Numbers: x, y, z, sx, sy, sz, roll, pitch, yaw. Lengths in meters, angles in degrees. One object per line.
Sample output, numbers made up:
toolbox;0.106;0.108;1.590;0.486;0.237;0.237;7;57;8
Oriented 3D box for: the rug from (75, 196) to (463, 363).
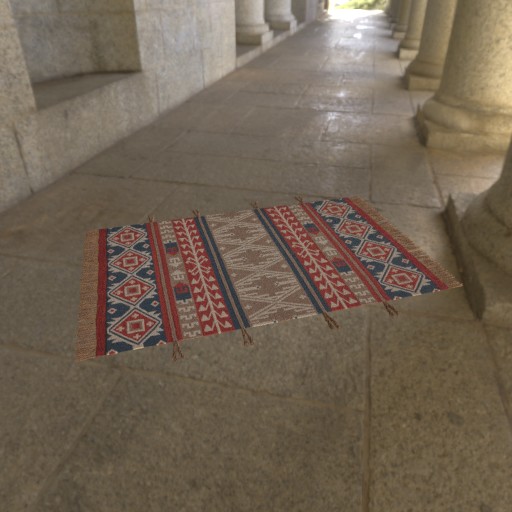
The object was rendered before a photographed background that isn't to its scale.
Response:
rug;0.000;0.000;3.234;2.450;0.048;1.778;-9;33;-14
